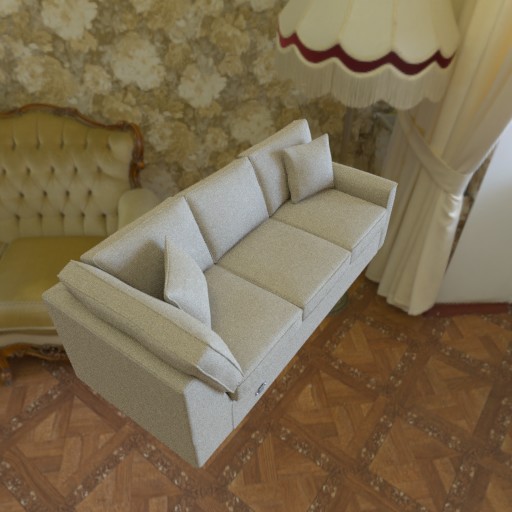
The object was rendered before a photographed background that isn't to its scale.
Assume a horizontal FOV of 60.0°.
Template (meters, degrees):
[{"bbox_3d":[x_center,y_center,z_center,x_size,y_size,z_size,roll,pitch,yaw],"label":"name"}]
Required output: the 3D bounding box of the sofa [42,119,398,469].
[{"bbox_3d":[0.000,0.000,2.909,1.053,0.948,2.323,25,46,27],"label":"sofa"}]
